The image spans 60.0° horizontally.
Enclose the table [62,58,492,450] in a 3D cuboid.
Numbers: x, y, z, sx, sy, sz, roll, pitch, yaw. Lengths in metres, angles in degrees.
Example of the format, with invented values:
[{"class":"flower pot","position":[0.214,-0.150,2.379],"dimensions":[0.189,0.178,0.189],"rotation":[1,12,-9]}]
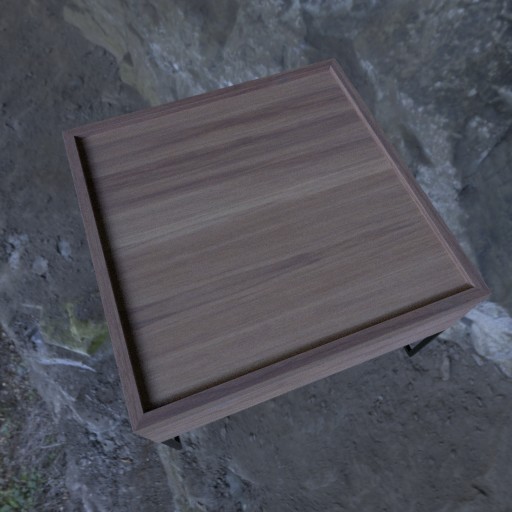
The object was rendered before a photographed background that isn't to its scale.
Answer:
[{"class":"table","position":[0.000,0.000,1.112],"dimensions":[0.679,0.464,0.676],"rotation":[-19,64,-9]}]
